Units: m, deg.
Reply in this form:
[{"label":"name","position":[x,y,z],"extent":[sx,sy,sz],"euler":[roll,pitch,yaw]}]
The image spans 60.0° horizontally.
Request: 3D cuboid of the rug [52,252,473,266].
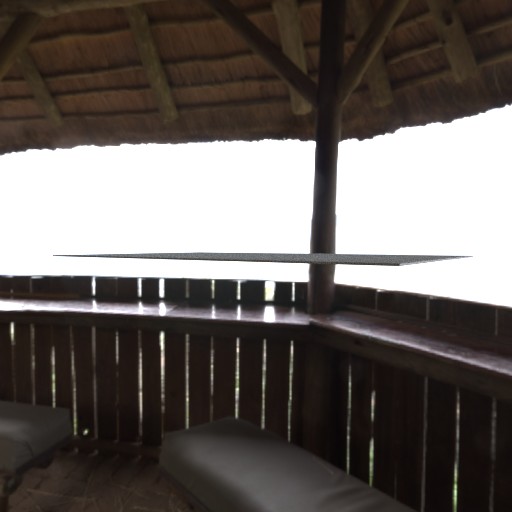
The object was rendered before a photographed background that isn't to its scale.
[{"label":"rug","position":[0.000,0.000,3.011],"extent":[2.435,0.011,1.517],"euler":[1,2,36]}]
